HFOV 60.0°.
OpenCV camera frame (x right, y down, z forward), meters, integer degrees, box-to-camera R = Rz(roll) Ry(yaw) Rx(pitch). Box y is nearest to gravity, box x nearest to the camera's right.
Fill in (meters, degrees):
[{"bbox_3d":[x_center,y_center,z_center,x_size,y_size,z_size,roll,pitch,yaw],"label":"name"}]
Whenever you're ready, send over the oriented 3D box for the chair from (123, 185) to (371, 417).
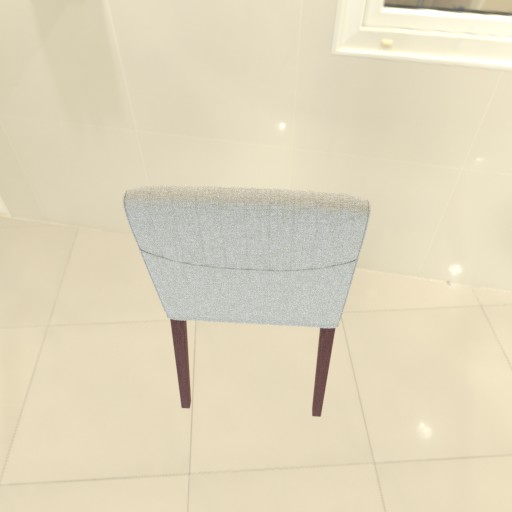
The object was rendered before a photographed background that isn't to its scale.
[{"bbox_3d":[0.000,0.000,1.248,0.480,0.900,0.594,3,47,3],"label":"chair"}]
